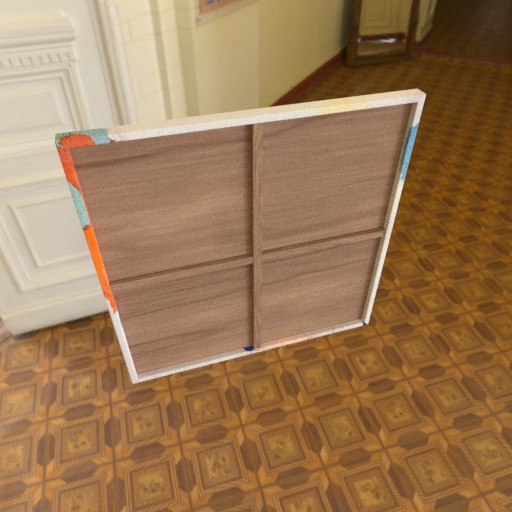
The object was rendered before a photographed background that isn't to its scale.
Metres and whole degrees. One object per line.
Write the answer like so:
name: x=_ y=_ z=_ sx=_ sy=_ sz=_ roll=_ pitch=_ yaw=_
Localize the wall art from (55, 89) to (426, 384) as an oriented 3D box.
wall art: x=0.000 y=0.000 z=1.213 sx=0.814 sy=0.814 sz=0.037 roll=-11 pitch=42 yaw=-13
